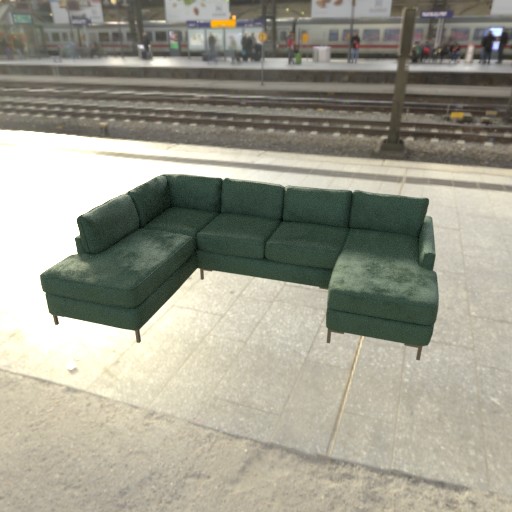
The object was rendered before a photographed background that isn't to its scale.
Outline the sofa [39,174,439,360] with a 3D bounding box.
[{"bbox_3d":[0.000,0.000,3.910,2.994,0.861,1.992,8,27,16],"label":"sofa"}]
